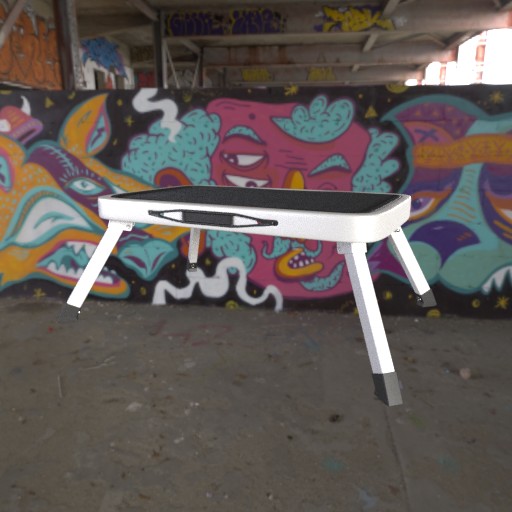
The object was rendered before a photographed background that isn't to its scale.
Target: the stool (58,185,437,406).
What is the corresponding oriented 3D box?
[{"bbox_3d":[0.000,0.000,0.622,0.460,0.170,0.320,7,15,26],"label":"stool"}]
